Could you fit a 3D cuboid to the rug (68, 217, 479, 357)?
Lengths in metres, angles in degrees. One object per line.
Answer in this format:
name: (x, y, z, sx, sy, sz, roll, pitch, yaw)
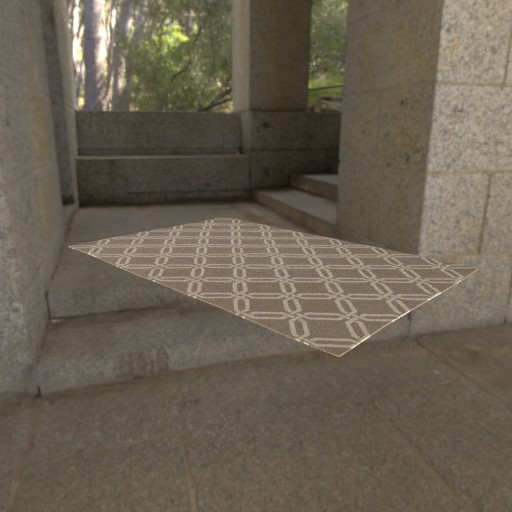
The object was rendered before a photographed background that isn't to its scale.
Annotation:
rug: (0.000, 0.000, 2.209, 1.748, 0.010, 1.142, 15, 22, 42)
